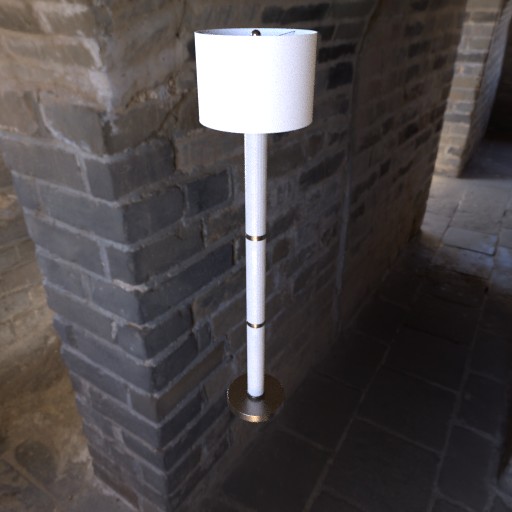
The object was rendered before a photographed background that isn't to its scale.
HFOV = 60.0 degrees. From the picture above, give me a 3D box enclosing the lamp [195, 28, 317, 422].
[{"bbox_3d":[0.000,0.000,1.755,0.377,1.599,0.377,-8,31,-13],"label":"lamp"}]
